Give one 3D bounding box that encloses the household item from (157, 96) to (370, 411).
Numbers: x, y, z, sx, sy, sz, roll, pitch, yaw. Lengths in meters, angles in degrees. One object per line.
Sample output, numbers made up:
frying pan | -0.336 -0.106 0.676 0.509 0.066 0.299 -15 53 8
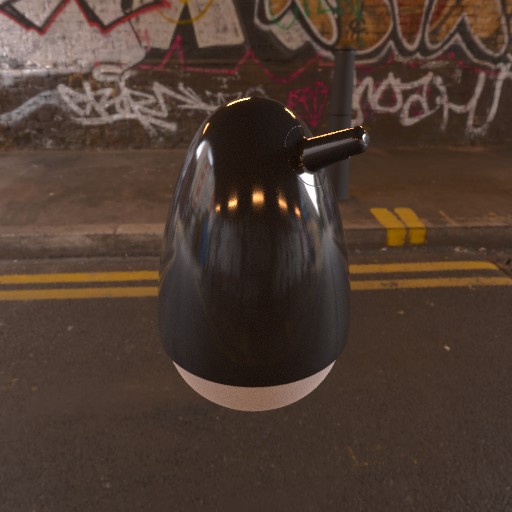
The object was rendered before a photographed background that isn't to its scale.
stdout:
household item | 0.000 0.000 0.223 0.104 0.152 0.102 17 31 31
